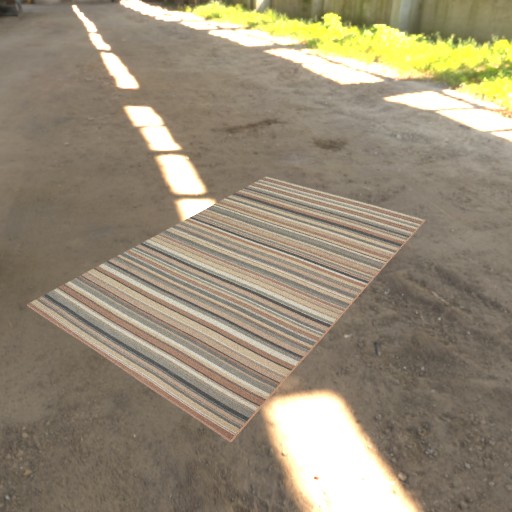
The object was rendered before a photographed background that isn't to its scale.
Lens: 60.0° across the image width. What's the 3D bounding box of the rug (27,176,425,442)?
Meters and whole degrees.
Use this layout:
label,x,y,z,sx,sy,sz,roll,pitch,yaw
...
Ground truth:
label,x,y,z,sx,sy,sz,roll,pitch,yaw
rug,0.000,0.000,3.027,1.523,0.014,2.438,21,38,30
